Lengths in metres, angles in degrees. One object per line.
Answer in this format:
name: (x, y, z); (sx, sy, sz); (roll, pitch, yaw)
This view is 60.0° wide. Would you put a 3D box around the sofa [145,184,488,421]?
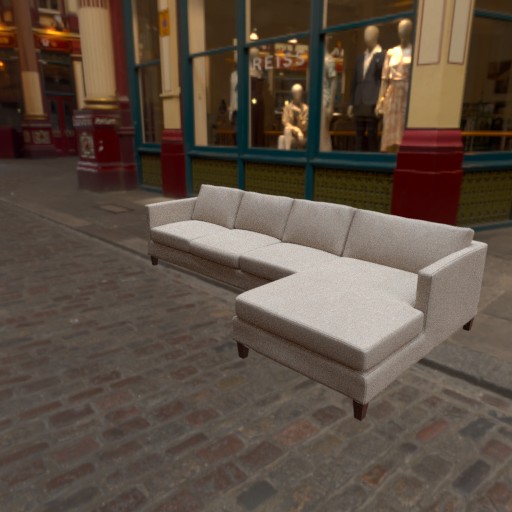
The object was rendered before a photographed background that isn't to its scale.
sofa: (0.000, 0.000, 3.822); (1.625, 0.846, 3.186); (-16, 23, -43)
